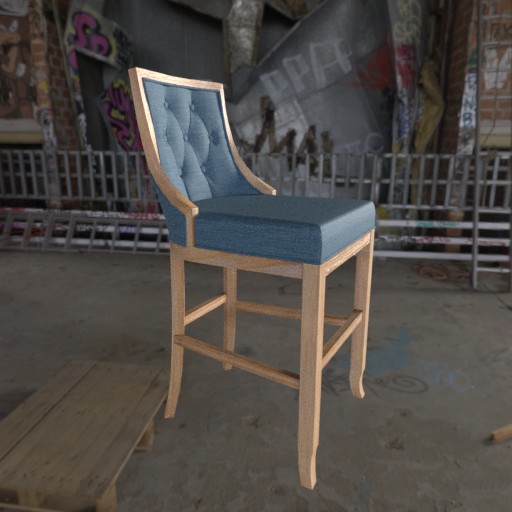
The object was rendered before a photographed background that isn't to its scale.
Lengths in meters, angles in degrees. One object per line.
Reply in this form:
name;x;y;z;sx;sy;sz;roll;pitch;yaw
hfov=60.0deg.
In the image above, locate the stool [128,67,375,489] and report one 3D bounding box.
stool;0.000;0.000;1.413;0.626;1.101;0.524;8;17;28
